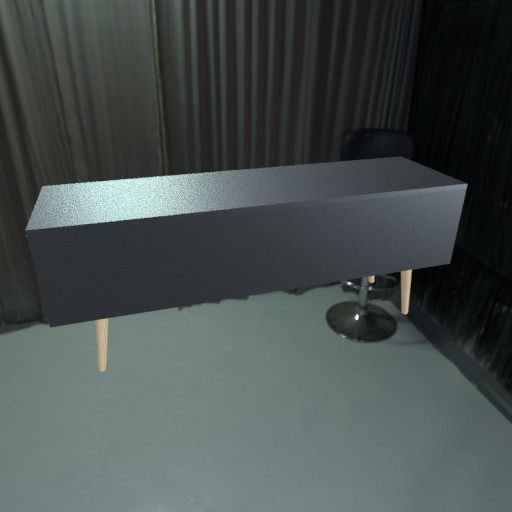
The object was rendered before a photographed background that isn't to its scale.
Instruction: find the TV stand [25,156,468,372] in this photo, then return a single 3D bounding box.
[{"bbox_3d":[0.000,0.000,1.545,1.312,0.518,0.390,-8,28,-15],"label":"TV stand"}]
